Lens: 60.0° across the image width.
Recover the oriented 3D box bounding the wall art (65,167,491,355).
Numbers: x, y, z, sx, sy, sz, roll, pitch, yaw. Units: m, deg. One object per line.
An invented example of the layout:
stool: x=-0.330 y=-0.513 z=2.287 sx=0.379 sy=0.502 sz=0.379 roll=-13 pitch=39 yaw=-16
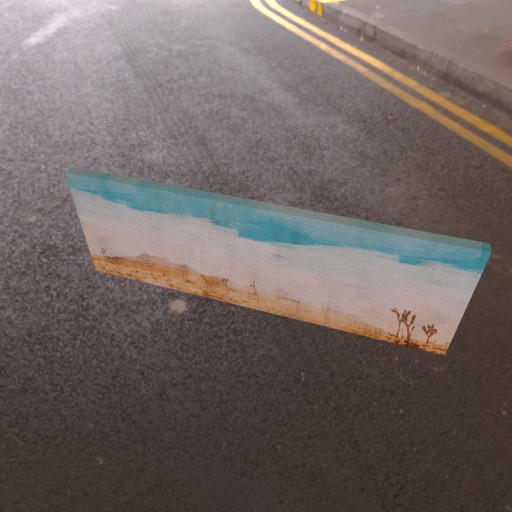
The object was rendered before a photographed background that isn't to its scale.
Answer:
wall art: x=0.000 y=0.000 z=0.854 sx=0.759 sy=0.254 sz=0.044 roll=12 pitch=42 yaw=14
